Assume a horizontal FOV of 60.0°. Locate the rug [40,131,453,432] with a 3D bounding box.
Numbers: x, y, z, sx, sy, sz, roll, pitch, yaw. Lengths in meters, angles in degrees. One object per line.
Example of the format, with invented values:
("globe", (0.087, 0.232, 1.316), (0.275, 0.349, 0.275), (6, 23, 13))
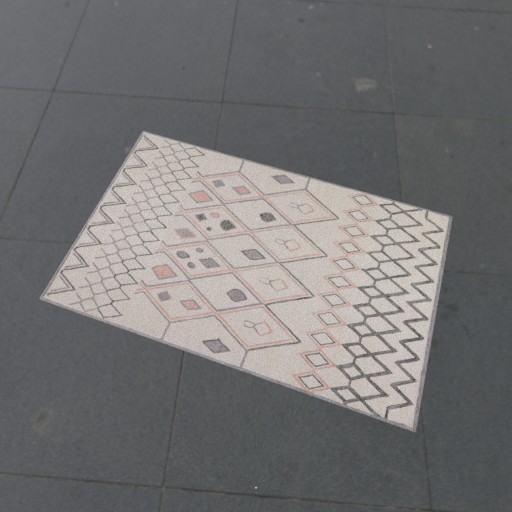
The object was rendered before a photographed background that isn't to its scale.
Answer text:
("rug", (0.000, 0.000, 3.015), (2.438, 0.015, 1.524), (17, 64, 9))
